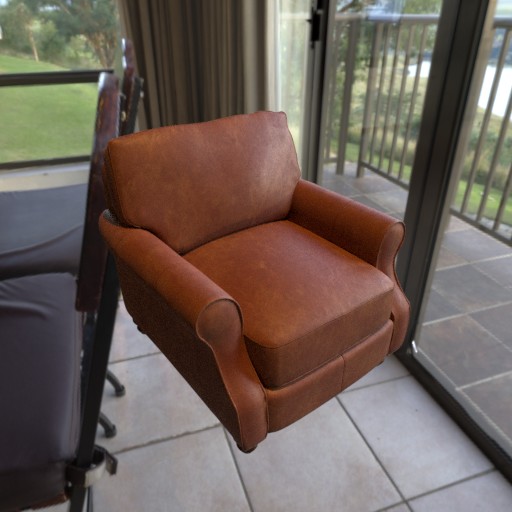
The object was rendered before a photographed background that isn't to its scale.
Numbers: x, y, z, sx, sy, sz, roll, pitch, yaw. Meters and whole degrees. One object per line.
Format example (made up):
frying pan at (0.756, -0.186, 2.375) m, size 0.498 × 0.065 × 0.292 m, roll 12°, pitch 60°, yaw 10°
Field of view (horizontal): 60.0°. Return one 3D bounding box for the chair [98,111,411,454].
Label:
chair at (0.000, 0.000, 1.766) m, size 0.983 × 0.962 × 0.986 m, roll -21°, pitch 36°, yaw -32°
